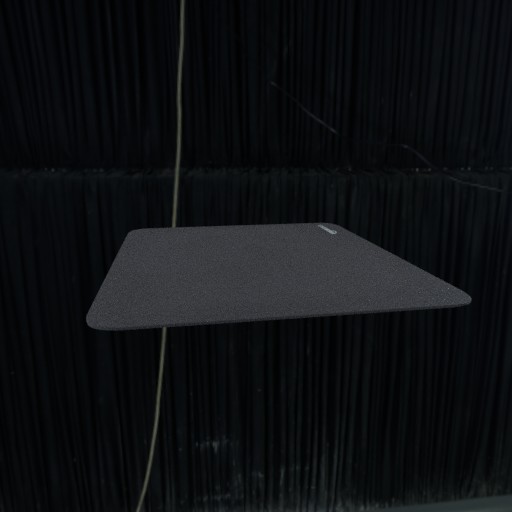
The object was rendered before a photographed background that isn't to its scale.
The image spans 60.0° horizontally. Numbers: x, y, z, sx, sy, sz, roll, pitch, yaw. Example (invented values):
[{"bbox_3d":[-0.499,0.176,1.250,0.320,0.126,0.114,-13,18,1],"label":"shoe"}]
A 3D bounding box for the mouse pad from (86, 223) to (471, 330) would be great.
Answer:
[{"bbox_3d":[0.000,0.000,0.435,0.269,0.002,0.315,-3,15,-10],"label":"mouse pad"}]
